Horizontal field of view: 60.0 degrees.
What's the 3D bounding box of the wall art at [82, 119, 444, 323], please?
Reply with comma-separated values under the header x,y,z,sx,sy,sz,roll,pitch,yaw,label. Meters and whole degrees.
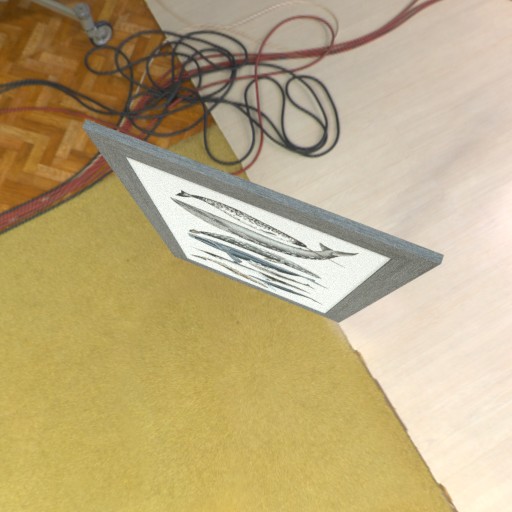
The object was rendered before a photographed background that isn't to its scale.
x,y,z,sx,sy,sz,roll,pitch,yaw,label
0.000,0.000,1.399,0.768,1.070,0.020,22,77,5,wall art
